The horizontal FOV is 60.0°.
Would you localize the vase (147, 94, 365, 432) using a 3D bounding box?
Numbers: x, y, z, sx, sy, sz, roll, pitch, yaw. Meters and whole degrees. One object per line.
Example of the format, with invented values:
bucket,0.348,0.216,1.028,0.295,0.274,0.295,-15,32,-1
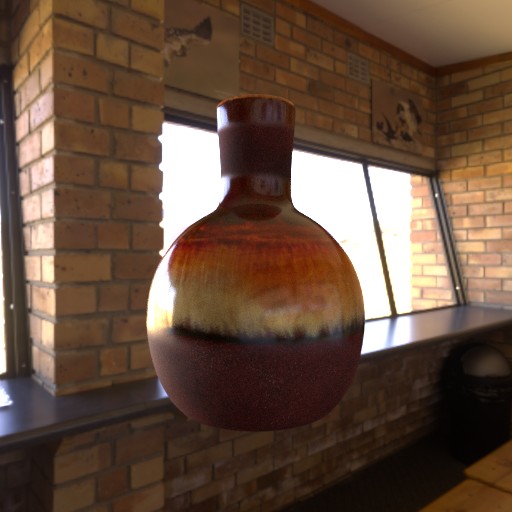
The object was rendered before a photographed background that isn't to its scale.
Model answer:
vase,0.000,0.000,0.231,0.111,0.154,0.111,0,0,0
